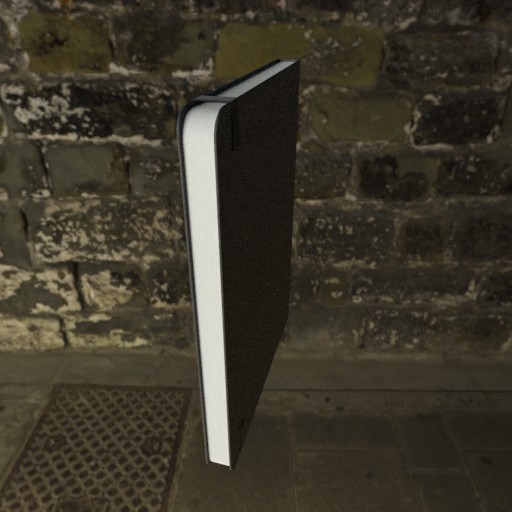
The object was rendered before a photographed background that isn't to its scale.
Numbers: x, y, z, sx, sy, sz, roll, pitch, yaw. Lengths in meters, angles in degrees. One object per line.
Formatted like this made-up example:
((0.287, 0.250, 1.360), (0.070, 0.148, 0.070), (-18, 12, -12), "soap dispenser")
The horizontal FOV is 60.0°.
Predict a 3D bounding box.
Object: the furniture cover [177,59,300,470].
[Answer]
((0.000, 0.000, 0.370), (0.023, 0.281, 0.216), (8, 31, 13), "furniture cover")
